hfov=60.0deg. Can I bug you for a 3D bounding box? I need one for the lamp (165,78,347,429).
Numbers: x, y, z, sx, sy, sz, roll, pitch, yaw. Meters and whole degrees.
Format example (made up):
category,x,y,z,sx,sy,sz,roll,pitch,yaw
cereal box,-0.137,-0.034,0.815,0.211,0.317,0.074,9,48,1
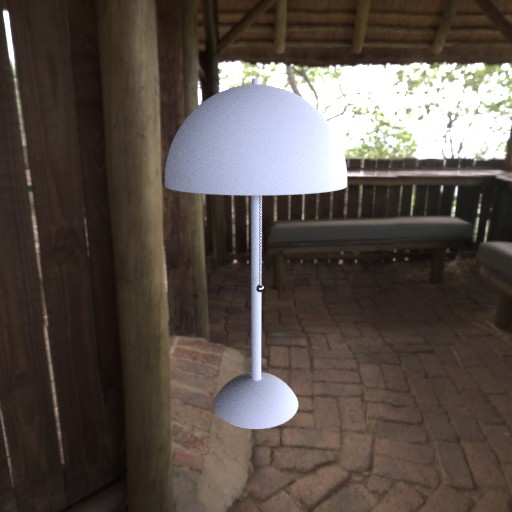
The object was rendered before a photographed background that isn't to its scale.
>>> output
category,x,y,z,sx,sy,sz,roll,pitch,yaw
lamp,0.000,0.000,0.441,0.171,0.330,0.171,0,15,0
